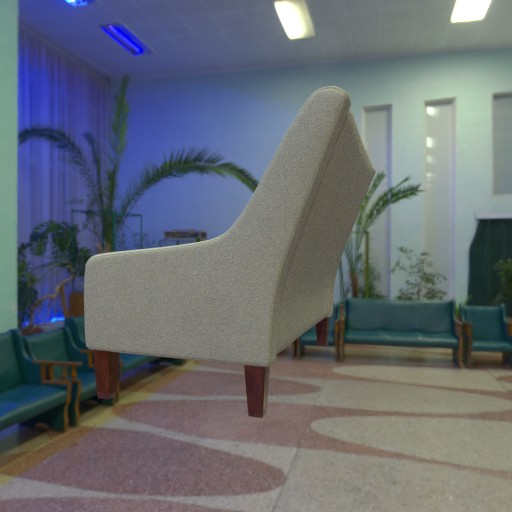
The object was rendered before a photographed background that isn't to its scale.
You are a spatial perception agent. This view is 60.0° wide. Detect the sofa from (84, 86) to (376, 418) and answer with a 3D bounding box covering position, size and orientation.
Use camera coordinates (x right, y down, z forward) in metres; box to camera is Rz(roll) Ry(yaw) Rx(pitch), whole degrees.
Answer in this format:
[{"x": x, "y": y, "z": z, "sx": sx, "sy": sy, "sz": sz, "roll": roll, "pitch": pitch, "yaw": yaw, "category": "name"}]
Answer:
[{"x": 0.000, "y": 0.000, "z": 1.951, "sx": 0.946, "sy": 0.976, "sz": 1.212, "roll": 0, "pitch": 0, "yaw": 19, "category": "sofa"}]
